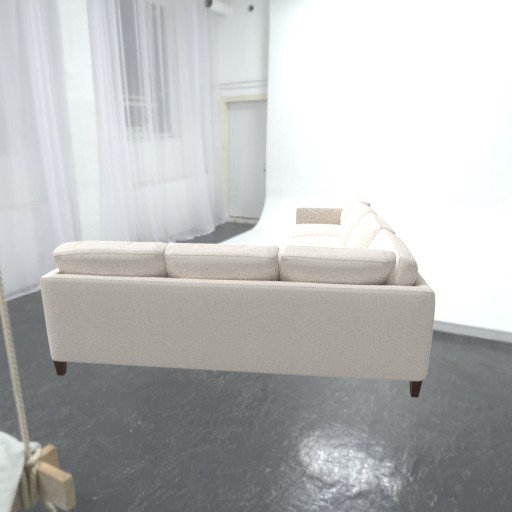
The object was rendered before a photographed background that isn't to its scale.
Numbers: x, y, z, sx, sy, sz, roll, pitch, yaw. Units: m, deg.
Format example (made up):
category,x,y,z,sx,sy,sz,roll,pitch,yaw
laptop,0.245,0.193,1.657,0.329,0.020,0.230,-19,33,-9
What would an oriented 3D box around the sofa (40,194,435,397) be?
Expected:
category,x,y,z,sx,sy,sz,roll,pitch,yaw
sofa,0.000,0.000,4.425,2.593,0.947,3.302,2,15,6
